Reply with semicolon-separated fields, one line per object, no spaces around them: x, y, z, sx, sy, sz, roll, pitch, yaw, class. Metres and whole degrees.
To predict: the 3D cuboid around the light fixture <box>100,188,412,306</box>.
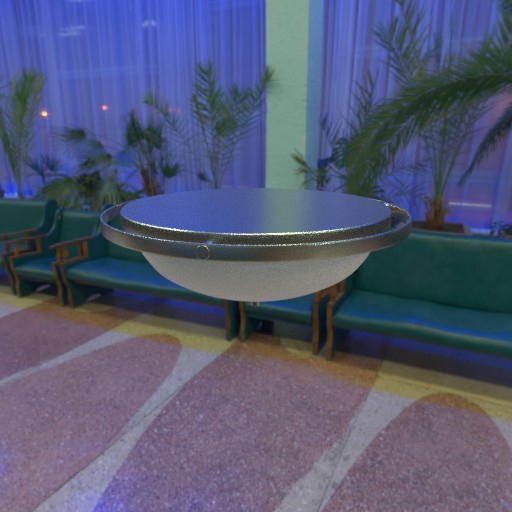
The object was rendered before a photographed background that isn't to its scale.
0.000;0.000;0.556;0.361;0.130;0.361;0;16;0;light fixture
